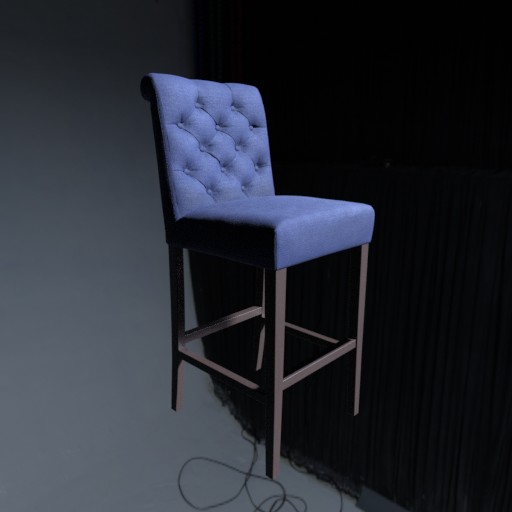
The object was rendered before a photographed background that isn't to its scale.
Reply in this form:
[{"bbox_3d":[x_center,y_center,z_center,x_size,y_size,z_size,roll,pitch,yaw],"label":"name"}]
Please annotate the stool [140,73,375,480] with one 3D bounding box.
[{"bbox_3d":[0.000,0.000,1.470,0.601,1.140,0.493,13,19,42],"label":"stool"}]
